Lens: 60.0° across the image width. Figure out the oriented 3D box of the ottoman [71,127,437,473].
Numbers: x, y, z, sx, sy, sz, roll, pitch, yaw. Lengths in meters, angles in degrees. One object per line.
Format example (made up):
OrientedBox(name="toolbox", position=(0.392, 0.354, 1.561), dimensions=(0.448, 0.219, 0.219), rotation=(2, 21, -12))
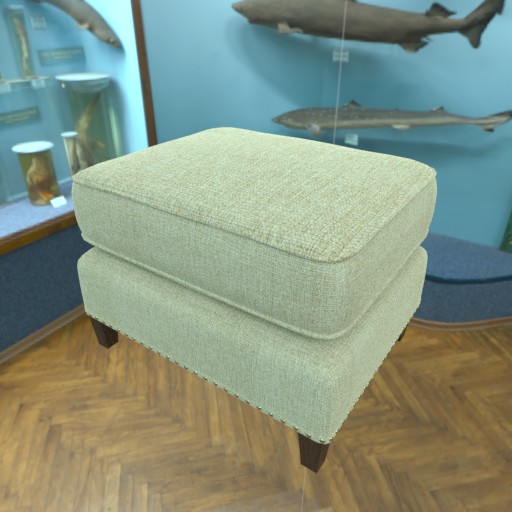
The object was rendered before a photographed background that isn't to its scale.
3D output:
OrientedBox(name="ottoman", position=(0.000, 0.000, 1.137), dimensions=(0.738, 0.537, 0.589), rotation=(19, 35, 30))
